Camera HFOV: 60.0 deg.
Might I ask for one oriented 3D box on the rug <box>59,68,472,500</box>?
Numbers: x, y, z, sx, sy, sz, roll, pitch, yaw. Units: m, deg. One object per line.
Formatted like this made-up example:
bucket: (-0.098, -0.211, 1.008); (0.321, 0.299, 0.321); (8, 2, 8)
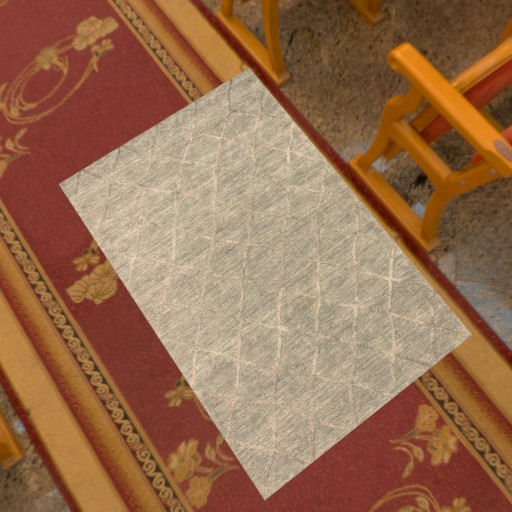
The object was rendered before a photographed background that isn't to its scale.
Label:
rug: (0.000, 0.000, 2.760); (1.521, 0.006, 2.283); (-35, 78, -9)
